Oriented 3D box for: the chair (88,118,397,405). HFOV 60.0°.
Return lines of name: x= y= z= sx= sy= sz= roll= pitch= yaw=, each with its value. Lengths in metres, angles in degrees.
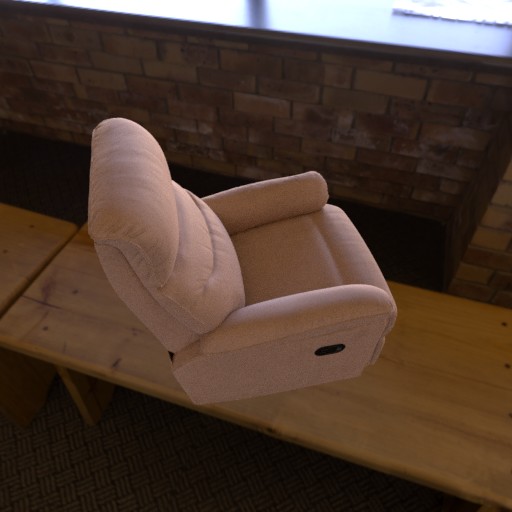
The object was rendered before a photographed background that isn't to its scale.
chair: x=0.000 y=0.000 z=1.725 sx=1.004 sy=1.037 sz=0.820 roll=-9 pitch=47 yaw=-9
